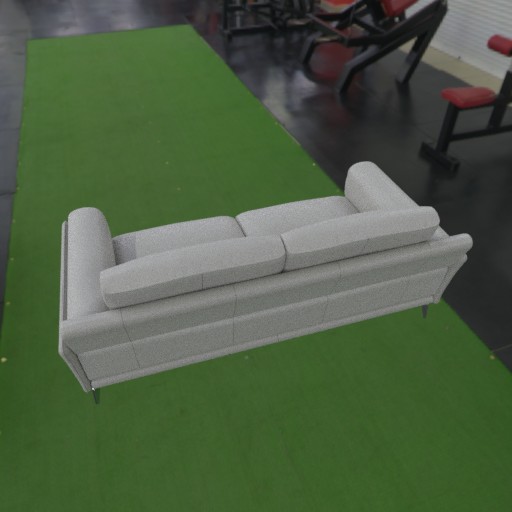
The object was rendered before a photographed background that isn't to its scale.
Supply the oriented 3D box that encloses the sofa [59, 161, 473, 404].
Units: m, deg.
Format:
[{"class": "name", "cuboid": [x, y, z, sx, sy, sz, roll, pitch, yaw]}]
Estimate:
[{"class": "sofa", "cuboid": [0.000, 0.000, 2.574, 2.101, 0.930, 1.049, -12, 42, -13]}]
